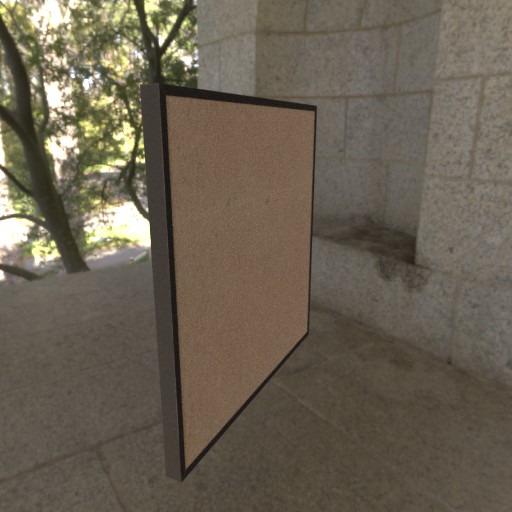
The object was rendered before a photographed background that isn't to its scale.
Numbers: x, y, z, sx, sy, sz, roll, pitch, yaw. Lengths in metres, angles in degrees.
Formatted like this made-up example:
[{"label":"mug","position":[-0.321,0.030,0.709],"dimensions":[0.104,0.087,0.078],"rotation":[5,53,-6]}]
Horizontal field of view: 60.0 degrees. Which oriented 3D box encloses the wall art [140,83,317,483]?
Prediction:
[{"label":"wall art","position":[0.000,0.000,1.134],"dimensions":[0.038,0.762,0.762],"rotation":[8,18,25]}]
